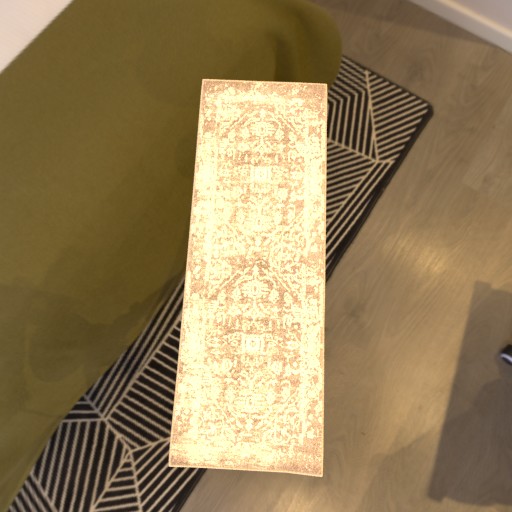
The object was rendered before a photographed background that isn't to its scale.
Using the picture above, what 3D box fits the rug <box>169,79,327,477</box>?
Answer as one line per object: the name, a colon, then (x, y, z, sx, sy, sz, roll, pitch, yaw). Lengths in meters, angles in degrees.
rug: (0.000, 0.000, 2.723, 0.855, 0.017, 2.452, 3, 76, 1)
